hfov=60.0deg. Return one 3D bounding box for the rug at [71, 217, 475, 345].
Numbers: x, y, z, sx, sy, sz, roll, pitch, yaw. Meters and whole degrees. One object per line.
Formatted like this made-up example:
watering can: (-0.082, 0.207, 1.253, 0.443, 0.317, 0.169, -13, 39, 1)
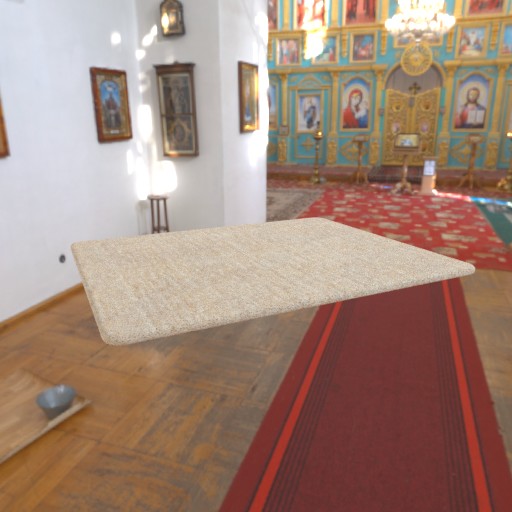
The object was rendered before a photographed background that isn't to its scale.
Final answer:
rug: (0.000, 0.000, 3.425, 2.528, 0.048, 2.009, -8, 18, -25)
